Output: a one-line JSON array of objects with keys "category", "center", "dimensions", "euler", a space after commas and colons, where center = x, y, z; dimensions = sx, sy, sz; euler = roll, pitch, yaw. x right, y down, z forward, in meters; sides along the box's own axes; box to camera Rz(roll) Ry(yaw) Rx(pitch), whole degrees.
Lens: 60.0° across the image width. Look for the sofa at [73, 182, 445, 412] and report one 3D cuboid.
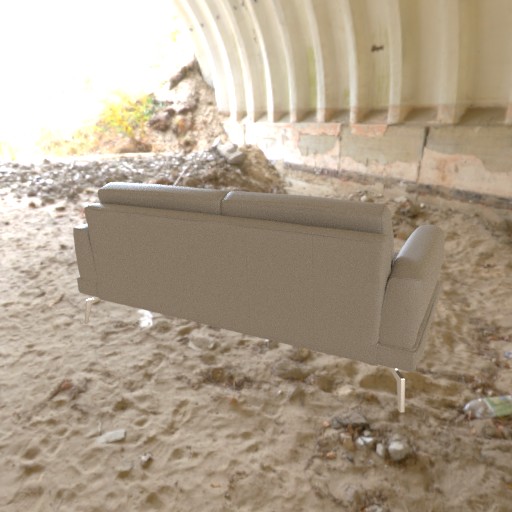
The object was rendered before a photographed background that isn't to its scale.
[{"category": "sofa", "center": [0.000, 0.000, 2.826], "dimensions": [2.177, 0.930, 1.121], "euler": [9, 19, 26]}]
